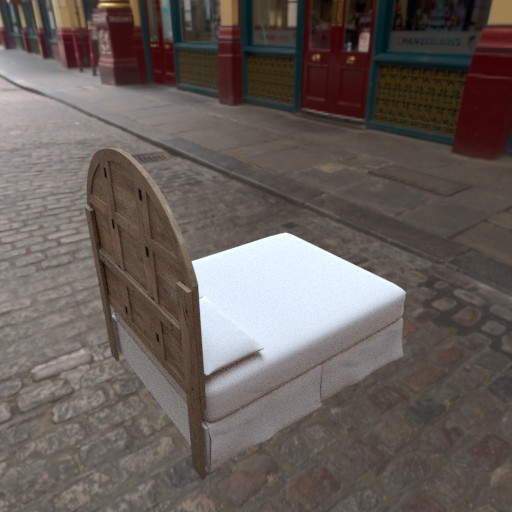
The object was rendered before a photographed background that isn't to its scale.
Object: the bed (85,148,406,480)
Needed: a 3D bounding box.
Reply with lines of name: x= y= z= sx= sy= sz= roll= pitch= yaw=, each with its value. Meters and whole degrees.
bed: x=0.000 y=0.000 z=3.604 sx=2.112 sy=2.002 sz=1.713 roll=-19 pitch=32 yaw=-33
